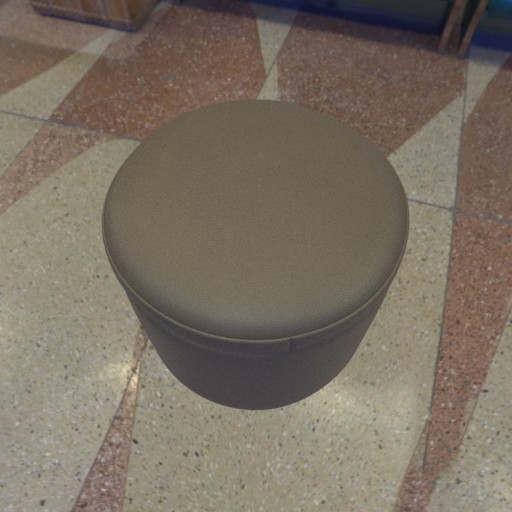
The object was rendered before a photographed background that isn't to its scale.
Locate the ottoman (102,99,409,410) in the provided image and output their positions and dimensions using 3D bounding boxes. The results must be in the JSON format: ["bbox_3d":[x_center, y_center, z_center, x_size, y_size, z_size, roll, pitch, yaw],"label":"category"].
[{"bbox_3d":[0.000,0.000,0.865,0.500,0.409,0.500,0,57,0],"label":"ottoman"}]
